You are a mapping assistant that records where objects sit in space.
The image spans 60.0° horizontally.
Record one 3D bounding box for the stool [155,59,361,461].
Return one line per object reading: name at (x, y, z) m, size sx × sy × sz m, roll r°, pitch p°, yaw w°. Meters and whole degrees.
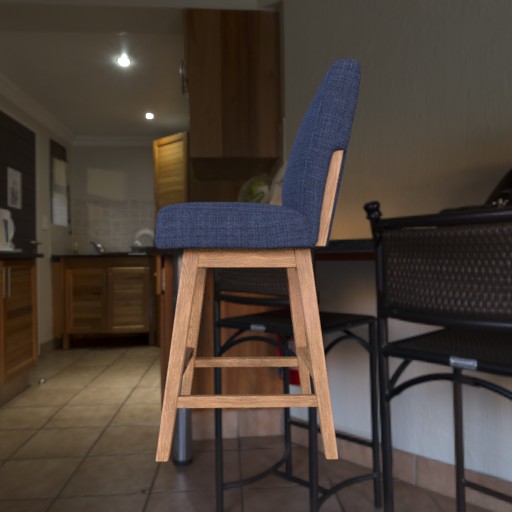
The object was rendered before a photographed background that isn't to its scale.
stool at (0.000, 0.000, 1.322) m, size 0.526 × 1.010 × 0.459 m, roll 0°, pitch 1°, yaw -2°
